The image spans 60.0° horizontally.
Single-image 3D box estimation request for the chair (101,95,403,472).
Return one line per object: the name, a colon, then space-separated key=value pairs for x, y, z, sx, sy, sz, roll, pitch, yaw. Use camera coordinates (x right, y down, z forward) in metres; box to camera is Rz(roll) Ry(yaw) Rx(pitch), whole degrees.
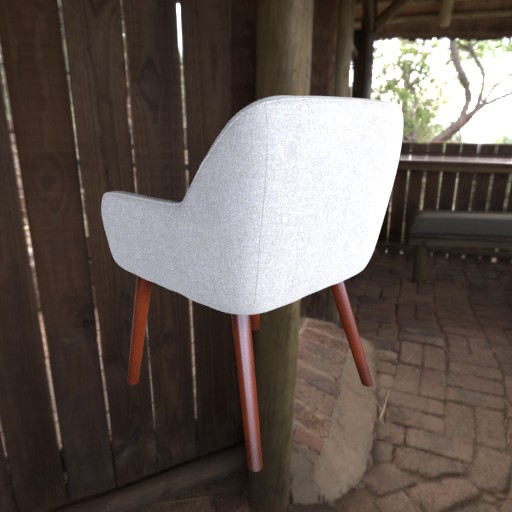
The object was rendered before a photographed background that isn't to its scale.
chair: x=0.000 y=0.000 z=1.234 sx=0.610 sy=0.813 sz=0.610 roll=-16 pitch=23 yaw=-42
